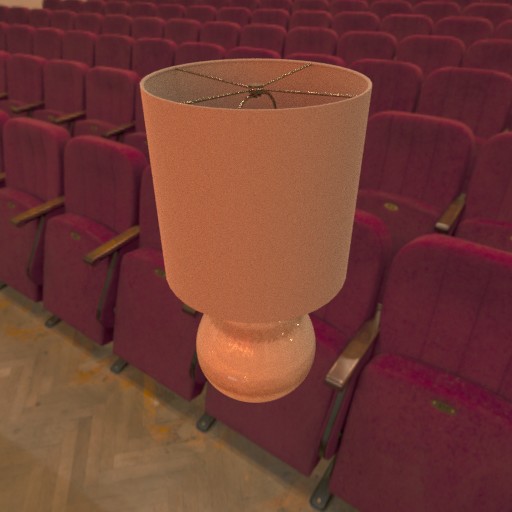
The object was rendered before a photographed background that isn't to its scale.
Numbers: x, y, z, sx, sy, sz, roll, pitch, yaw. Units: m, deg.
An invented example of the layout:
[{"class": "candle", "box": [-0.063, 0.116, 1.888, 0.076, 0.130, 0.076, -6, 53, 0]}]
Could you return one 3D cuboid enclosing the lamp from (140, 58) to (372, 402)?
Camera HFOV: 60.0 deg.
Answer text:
[{"class": "lamp", "box": [0.000, 0.000, 0.533, 0.217, 0.404, 0.217, 21, 39, 29]}]
